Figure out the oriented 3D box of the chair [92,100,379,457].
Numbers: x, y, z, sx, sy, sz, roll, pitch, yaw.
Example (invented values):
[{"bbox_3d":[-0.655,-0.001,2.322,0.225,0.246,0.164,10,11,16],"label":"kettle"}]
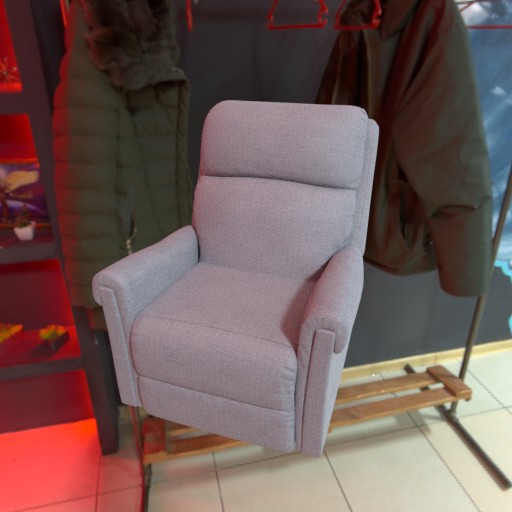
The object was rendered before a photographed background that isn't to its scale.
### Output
[{"bbox_3d":[0.000,0.000,1.728,0.838,1.054,1.014,9,28,17],"label":"chair"}]
